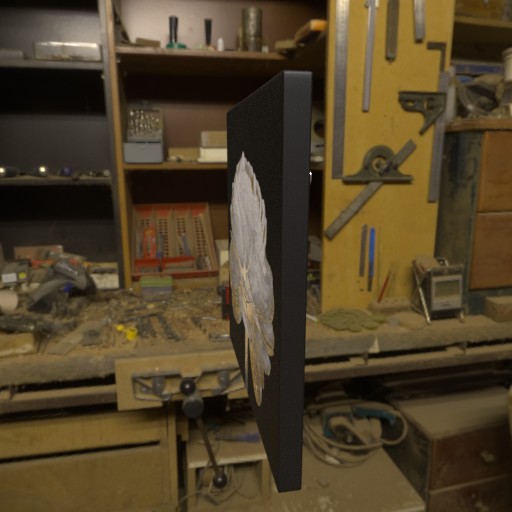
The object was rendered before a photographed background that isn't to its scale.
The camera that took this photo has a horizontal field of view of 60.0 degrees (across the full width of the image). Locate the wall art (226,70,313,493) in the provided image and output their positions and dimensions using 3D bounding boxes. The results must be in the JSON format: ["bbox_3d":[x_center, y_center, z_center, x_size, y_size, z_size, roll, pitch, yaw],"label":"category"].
[{"bbox_3d":[0.000,0.000,0.906,0.043,0.611,0.610,-2,13,-10],"label":"wall art"}]
